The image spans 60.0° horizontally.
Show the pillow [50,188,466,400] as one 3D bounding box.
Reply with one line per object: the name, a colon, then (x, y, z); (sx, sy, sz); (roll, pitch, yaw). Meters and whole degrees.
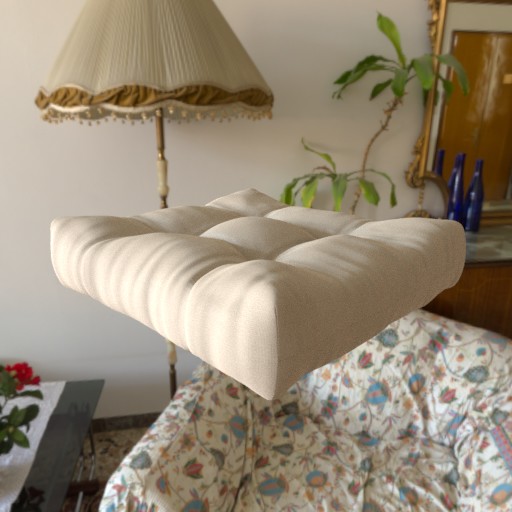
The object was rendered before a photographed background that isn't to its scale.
pillow: (0.000, 0.000, 0.698); (0.490, 0.128, 0.468); (16, 23, 42)
